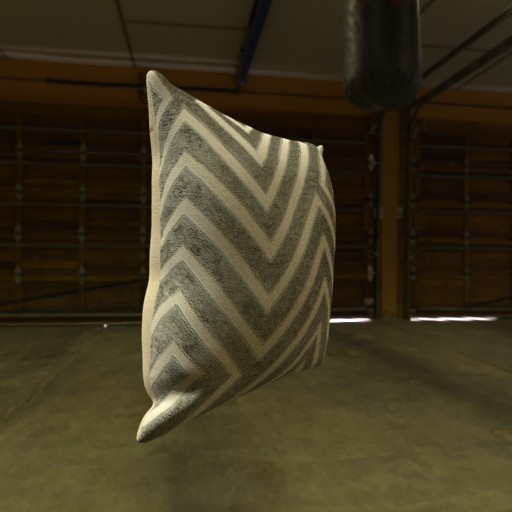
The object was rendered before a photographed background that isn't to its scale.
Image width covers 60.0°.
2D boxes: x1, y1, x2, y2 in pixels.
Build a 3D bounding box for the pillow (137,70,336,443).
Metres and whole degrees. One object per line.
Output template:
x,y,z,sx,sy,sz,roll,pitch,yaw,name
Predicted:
0.000,0.000,0.687,0.182,0.441,0.440,0,0,37,pillow
